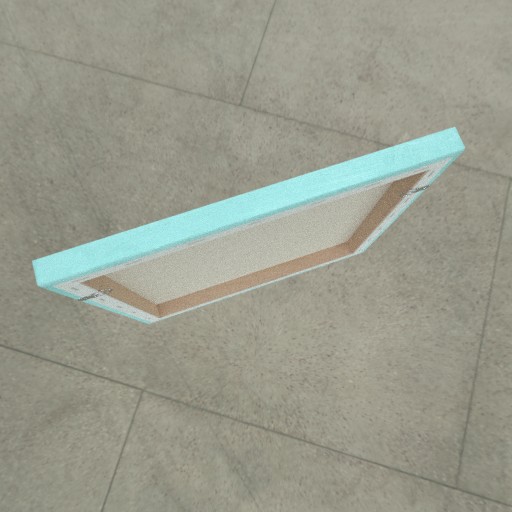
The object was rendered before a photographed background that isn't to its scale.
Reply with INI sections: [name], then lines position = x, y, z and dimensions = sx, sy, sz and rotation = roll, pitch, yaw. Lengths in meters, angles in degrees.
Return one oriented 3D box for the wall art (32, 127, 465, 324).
[wall art]
position = 0.000, 0.000, 1.125
dimensions = 0.765, 0.766, 0.054
rotation = -18, 77, -4
